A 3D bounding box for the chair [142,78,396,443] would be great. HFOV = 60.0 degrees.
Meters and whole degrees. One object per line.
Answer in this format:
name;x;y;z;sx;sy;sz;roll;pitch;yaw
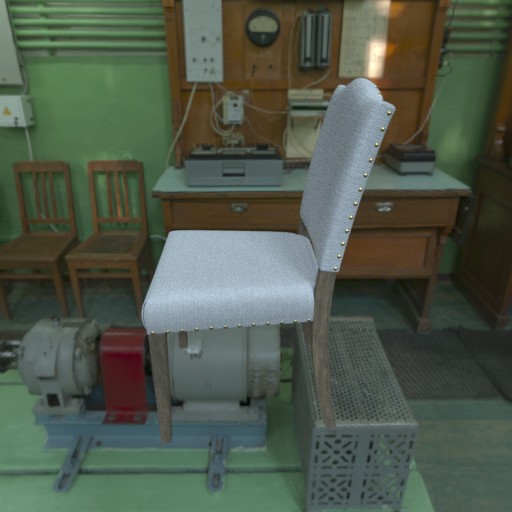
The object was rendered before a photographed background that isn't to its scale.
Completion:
chair;0.000;0.000;1.367;0.620;1.020;0.508;-1;26;-2
